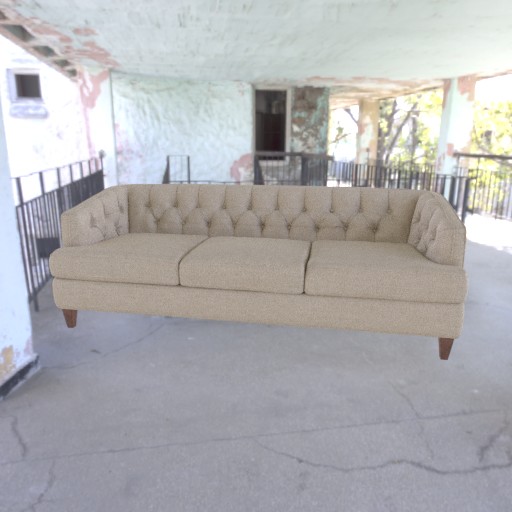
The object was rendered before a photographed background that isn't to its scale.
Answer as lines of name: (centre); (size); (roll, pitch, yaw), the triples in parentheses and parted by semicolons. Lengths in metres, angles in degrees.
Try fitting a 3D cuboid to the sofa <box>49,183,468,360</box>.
sofa: (0.000, 0.000, 2.709); (2.235, 0.788, 0.913); (3, 15, 11)
